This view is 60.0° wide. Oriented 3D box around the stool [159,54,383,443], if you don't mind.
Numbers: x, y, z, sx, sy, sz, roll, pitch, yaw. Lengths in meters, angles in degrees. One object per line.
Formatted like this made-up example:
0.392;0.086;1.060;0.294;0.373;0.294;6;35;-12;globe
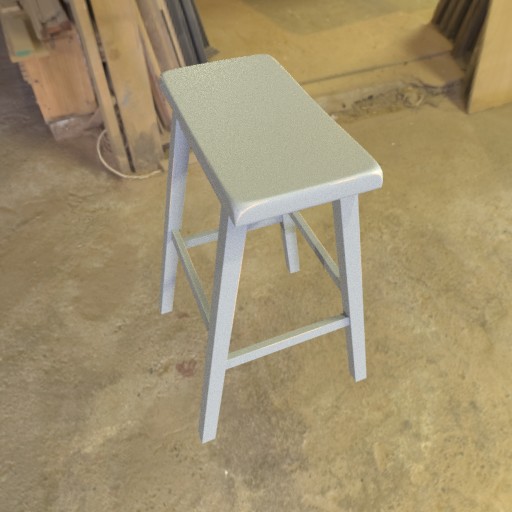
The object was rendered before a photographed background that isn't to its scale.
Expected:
0.000;0.000;1.042;0.476;0.737;0.457;-17;50;-15;stool
